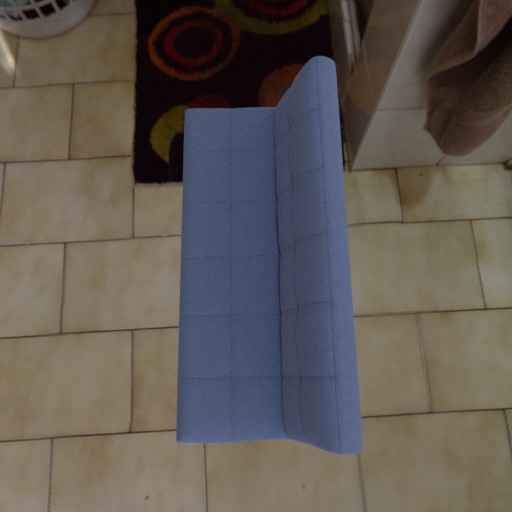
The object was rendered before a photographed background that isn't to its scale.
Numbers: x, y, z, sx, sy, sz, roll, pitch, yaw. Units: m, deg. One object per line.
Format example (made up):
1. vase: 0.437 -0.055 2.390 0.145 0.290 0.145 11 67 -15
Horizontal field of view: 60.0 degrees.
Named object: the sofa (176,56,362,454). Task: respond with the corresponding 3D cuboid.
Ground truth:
1. sofa: 0.000 0.000 2.263 0.796 0.800 1.800 -1 75 0
